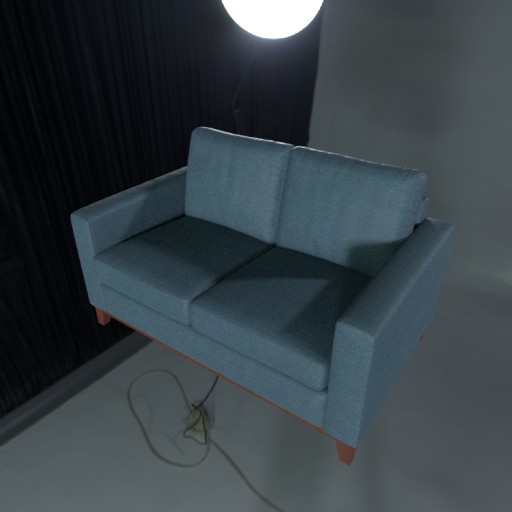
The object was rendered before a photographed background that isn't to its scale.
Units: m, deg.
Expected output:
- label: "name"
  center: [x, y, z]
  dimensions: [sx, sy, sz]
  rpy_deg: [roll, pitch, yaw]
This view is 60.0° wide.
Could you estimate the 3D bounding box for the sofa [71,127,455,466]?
- label: "sofa"
  center: [0.000, 0.000, 2.068]
  dimensions: [1.489, 0.903, 0.955]
  rpy_deg: [20, 36, 30]
